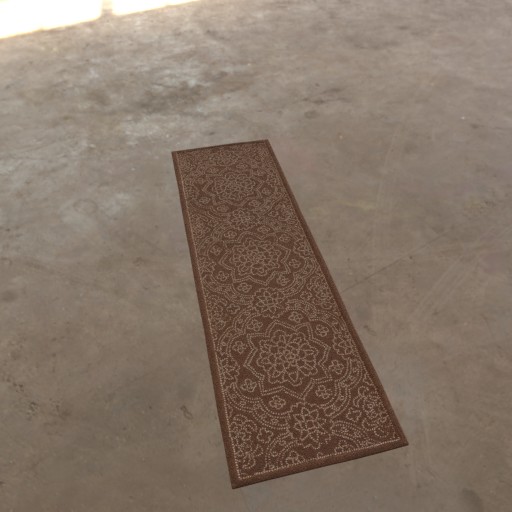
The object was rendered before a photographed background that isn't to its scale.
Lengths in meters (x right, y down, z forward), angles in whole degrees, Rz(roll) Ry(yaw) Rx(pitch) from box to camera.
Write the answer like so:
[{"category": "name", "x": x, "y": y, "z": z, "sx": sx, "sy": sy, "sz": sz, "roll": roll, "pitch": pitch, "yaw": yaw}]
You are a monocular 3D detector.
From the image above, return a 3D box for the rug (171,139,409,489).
[{"category": "rug", "x": 0.000, "y": 0.000, "z": 2.635, "sx": 0.769, "sy": 0.012, "sz": 2.448, "roll": -10, "pitch": 47, "yaw": -9}]
